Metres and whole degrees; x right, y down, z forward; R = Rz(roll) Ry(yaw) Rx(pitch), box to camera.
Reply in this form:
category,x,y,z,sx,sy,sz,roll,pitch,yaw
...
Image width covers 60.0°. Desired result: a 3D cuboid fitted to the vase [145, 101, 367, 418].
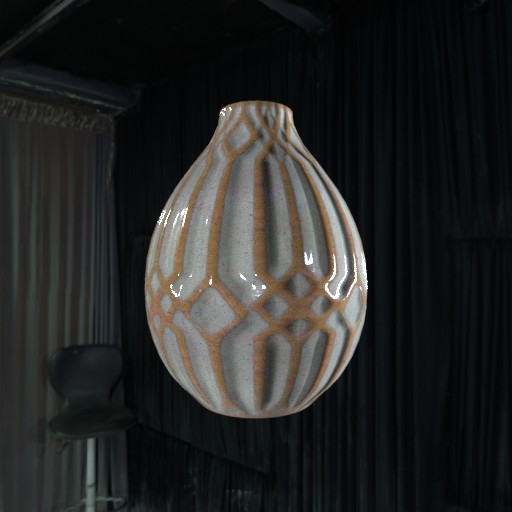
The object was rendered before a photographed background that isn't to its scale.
category,x,y,z,sx,sy,sz,roll,pitch,yaw
vase,0.000,0.000,0.270,0.131,0.175,0.131,0,0,0
